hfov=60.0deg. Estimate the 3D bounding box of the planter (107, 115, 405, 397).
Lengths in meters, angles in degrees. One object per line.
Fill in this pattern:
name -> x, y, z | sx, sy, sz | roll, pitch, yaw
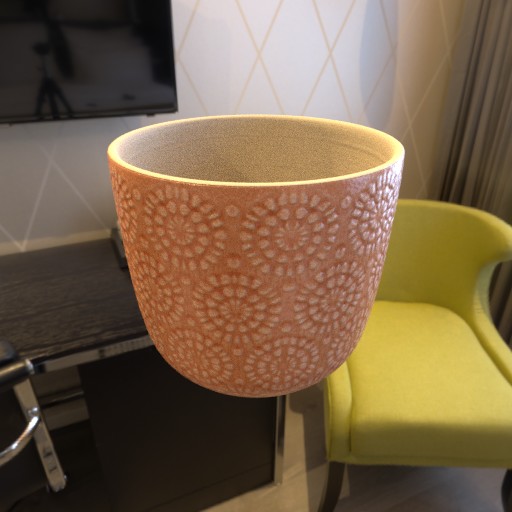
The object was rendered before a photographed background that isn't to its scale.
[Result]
planter -> 0.000, 0.000, 0.365 | 0.208, 0.190, 0.208 | 0, 27, 0
